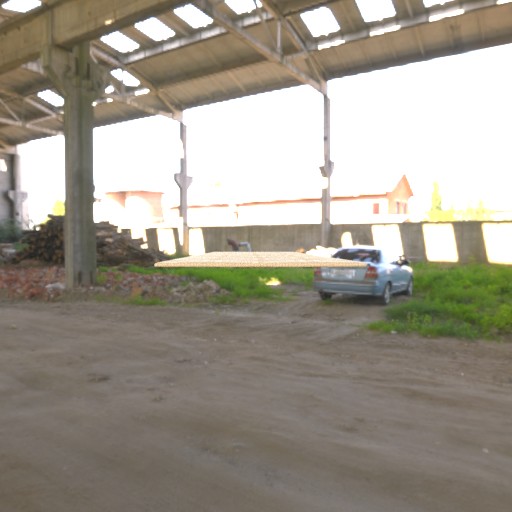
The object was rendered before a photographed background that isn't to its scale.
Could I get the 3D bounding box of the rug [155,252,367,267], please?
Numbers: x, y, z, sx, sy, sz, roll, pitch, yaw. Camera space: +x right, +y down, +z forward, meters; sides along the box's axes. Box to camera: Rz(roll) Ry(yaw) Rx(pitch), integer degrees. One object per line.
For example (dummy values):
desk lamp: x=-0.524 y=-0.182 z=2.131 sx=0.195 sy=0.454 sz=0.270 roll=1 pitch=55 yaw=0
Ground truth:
rug: x=0.000 y=0.000 z=2.542 sx=0.678 sy=0.014 sz=2.276 roll=0 pitch=1 yaw=-1
